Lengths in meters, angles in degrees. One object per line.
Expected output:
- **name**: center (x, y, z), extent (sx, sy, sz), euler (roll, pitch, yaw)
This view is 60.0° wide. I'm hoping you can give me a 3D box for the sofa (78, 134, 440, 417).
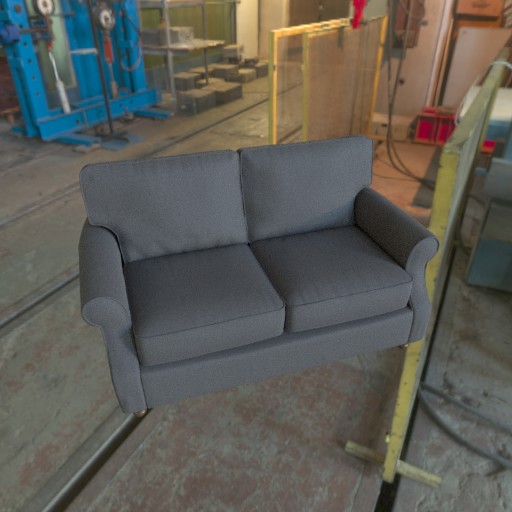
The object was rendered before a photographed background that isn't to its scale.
- **sofa**: center (0.000, 0.000, 2.248), extent (1.665, 0.937, 0.964), euler (-10, 33, -15)
